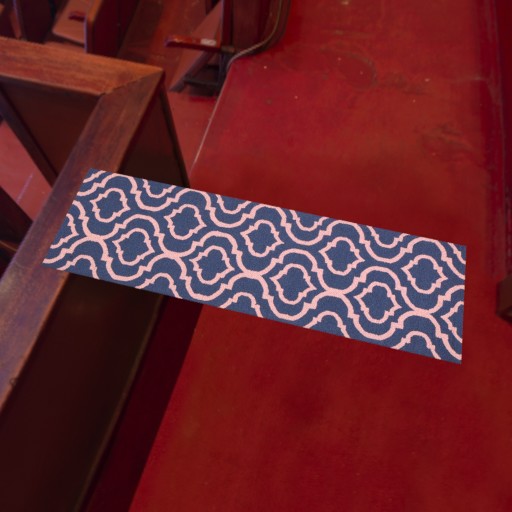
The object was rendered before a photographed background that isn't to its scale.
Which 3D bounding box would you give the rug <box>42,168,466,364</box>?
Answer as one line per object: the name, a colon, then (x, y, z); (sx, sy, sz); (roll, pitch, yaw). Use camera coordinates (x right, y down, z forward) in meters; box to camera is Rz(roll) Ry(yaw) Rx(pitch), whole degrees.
rug: (0.000, 0.000, 2.499); (2.296, 0.006, 0.685); (12, 65, 6)
